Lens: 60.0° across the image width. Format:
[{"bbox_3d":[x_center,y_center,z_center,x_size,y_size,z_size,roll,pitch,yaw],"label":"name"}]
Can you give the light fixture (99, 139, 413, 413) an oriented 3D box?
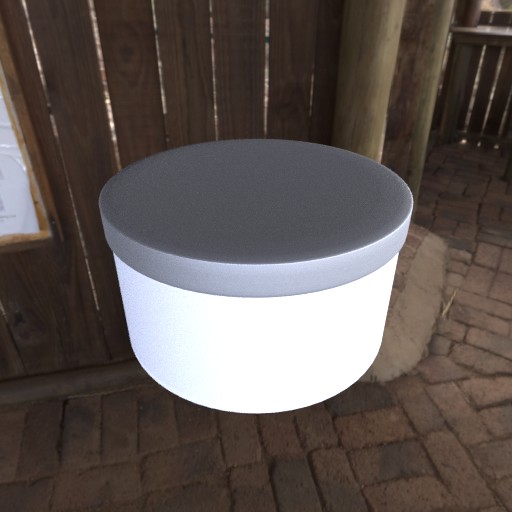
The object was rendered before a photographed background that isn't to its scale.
[{"bbox_3d":[0.000,0.000,0.637,0.393,0.229,0.393,0,31,0],"label":"light fixture"}]
